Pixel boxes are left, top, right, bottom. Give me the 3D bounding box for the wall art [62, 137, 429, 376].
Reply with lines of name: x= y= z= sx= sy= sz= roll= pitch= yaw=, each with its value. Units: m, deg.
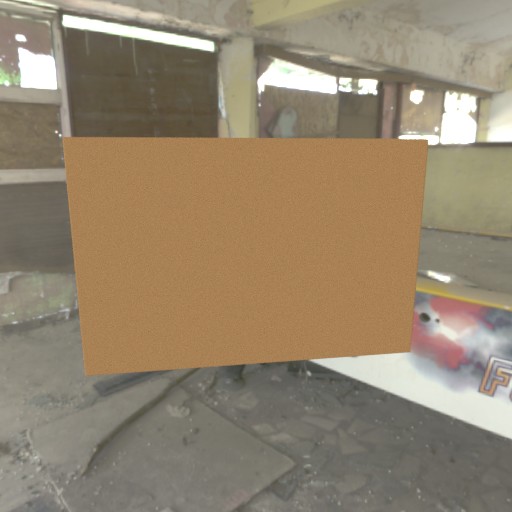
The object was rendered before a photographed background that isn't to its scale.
wall art: x=0.000 y=0.000 z=1.182 sx=0.915 sy=0.608 sz=0.033 roll=-2 pitch=13 yaw=-9
